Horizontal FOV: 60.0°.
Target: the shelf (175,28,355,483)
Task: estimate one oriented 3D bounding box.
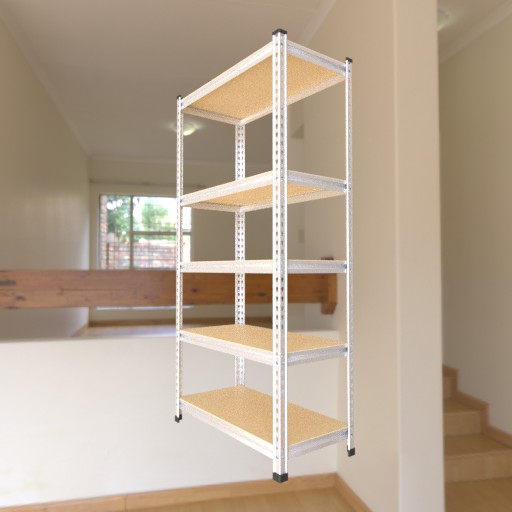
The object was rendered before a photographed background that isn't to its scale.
[{"bbox_3d":[0.000,0.000,2.279,0.457,1.829,0.914,1,-2,-37],"label":"shelf"}]
